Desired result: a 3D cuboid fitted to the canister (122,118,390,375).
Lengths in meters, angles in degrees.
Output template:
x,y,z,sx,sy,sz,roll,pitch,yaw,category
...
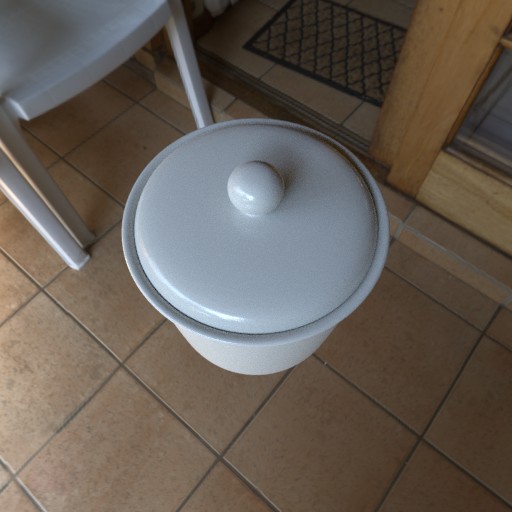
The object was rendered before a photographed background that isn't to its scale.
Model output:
x,y,z,sx,sy,sz,roll,pitch,yaw,category
0.000,0.000,0.354,0.182,0.208,0.182,0,62,0,canister
